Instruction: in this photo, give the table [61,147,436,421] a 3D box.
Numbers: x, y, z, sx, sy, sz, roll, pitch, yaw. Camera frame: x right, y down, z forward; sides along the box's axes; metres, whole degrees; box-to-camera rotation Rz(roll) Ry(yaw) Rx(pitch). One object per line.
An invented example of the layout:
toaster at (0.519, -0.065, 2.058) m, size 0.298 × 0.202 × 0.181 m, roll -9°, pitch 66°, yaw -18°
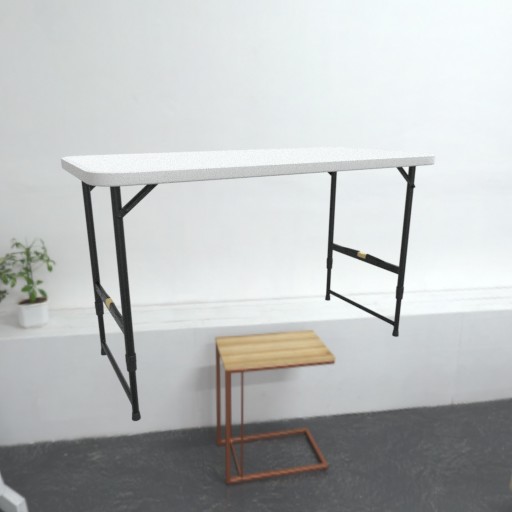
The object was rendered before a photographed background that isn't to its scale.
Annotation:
table at (0.000, 0.000, 1.660) m, size 1.219 × 0.737 × 0.610 m, roll -9°, pitch 19°, yaw -28°
